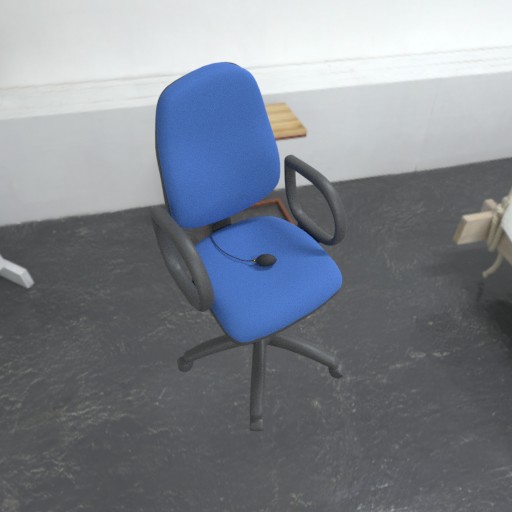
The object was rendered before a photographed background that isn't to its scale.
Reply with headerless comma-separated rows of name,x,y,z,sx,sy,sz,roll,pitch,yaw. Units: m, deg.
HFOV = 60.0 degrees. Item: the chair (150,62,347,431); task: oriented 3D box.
chair,0.000,0.000,1.251,0.552,0.905,0.549,-26,51,-23
